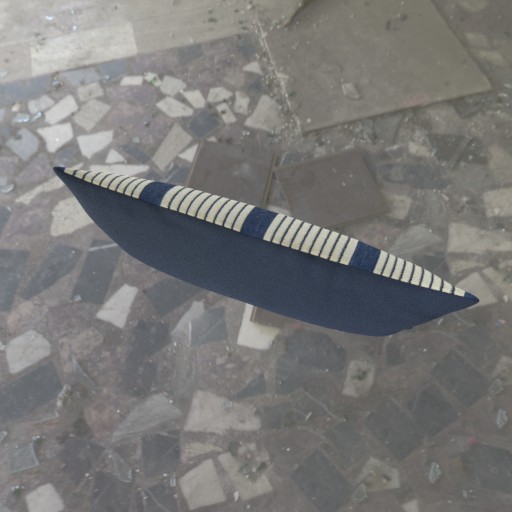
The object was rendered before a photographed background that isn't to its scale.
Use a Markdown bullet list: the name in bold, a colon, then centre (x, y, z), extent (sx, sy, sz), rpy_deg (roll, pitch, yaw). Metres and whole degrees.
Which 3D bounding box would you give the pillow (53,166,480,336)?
- **pillow**: centre (0.000, 0.000, 0.734), extent (0.608, 0.292, 0.156), rpy_deg (18, 66, 8)
